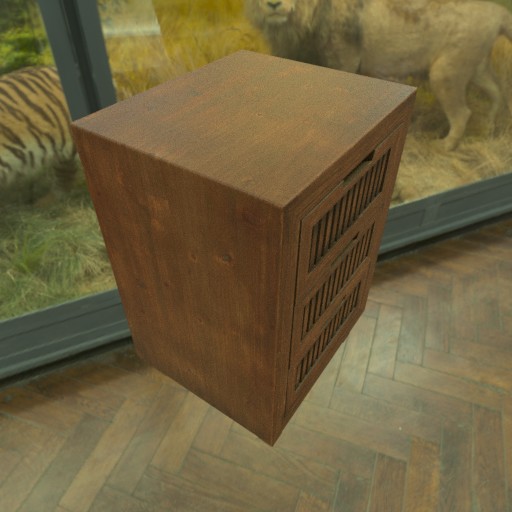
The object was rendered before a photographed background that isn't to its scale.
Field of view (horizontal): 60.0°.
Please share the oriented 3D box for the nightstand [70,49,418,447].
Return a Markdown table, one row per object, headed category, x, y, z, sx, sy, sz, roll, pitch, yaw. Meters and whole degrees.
| category | x | y | z | sx | sy | sz | roll | pitch | yaw |
| --- | --- | --- | --- | --- | --- | --- | --- | --- | --- |
| nightstand | 0.000 | 0.000 | 0.990 | 0.410 | 0.695 | 0.465 | 25 | 47 | 25 |
